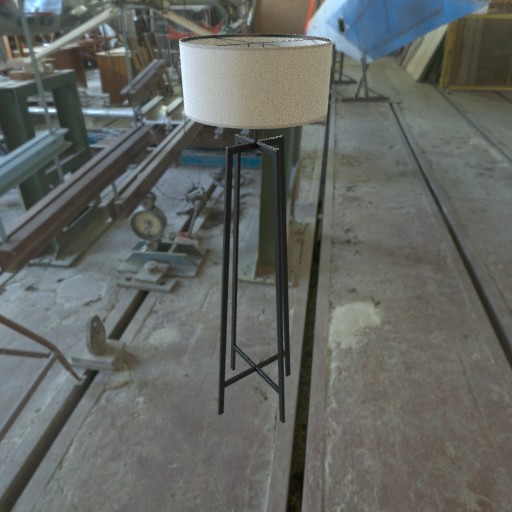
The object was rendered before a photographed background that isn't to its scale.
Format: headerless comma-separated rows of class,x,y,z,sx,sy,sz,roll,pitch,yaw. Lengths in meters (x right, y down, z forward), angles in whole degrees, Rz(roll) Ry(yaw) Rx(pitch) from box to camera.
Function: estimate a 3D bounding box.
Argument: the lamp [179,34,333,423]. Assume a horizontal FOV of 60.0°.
lamp,0.000,0.000,1.715,0.457,1.510,0.456,-20,36,-31
